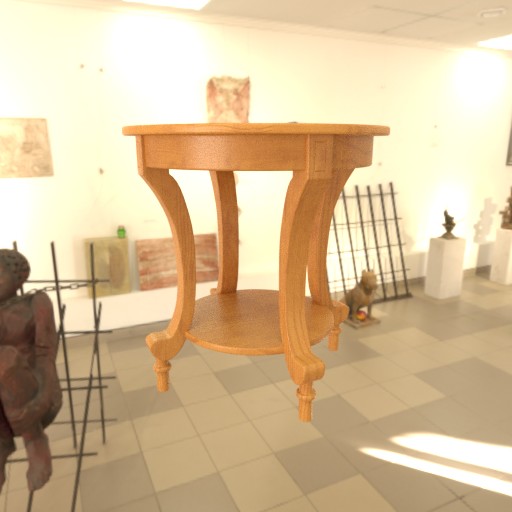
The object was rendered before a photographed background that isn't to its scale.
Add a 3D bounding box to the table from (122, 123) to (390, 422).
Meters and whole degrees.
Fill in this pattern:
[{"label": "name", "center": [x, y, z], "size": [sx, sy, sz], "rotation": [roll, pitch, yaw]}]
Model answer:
[{"label": "table", "center": [0.000, 0.000, 1.103], "size": [0.597, 0.612, 0.597], "rotation": [0, 15, 0]}]
